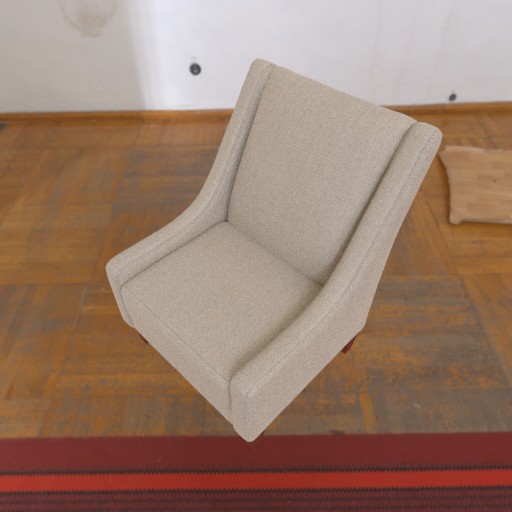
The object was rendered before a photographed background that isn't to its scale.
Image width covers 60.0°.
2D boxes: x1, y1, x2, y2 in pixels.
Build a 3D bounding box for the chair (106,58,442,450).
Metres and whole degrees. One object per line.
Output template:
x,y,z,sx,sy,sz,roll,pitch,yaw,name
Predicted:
0.000,0.000,1.636,0.774,1.014,0.870,35,55,29,chair
